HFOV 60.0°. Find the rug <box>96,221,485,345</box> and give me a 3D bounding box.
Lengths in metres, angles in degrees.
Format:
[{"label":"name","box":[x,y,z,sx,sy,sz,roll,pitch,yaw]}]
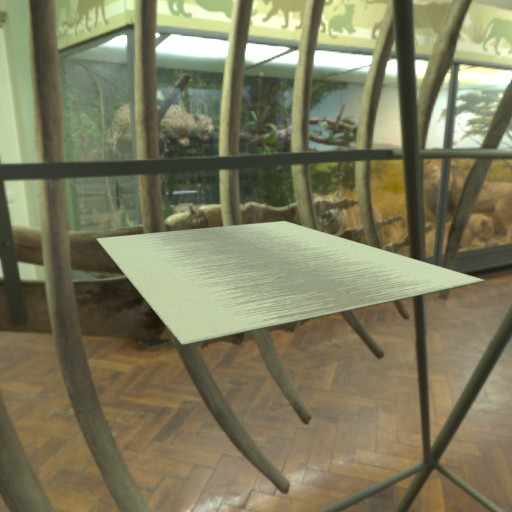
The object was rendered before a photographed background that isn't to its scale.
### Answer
[{"label":"rug","box":[0.000,0.000,4.194,2.453,0.010,3.037,-7,16,-27]}]
